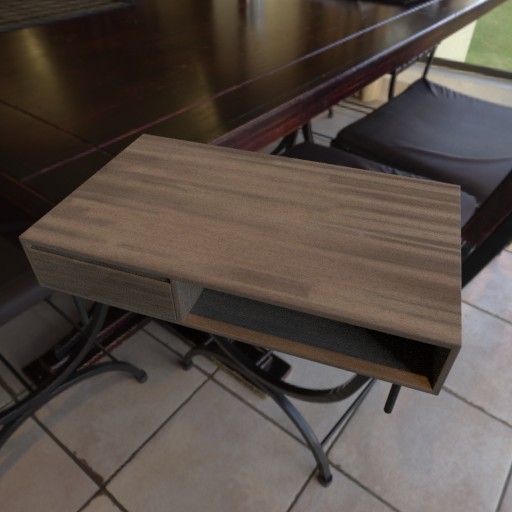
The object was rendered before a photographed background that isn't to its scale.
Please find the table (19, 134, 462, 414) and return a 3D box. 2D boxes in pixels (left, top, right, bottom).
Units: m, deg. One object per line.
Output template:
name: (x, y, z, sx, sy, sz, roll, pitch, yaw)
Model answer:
table: (0.000, 0.000, 1.358, 1.088, 0.347, 0.643, 13, 42, 14)
